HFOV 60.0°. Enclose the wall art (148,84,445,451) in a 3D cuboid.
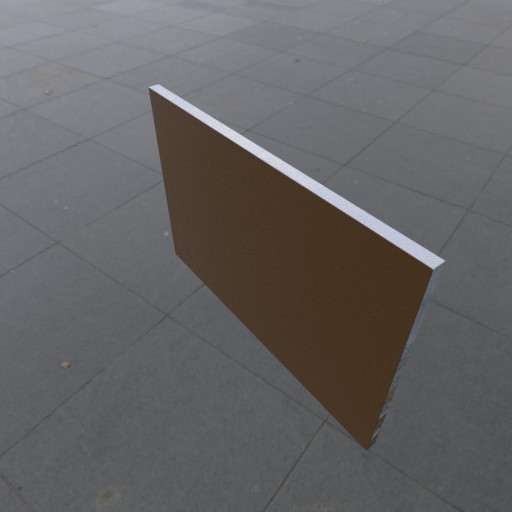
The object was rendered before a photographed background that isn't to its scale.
[{"bbox_3d":[0.000,0.000,1.440,0.041,0.762,1.145,-27,49,-27],"label":"wall art"}]
